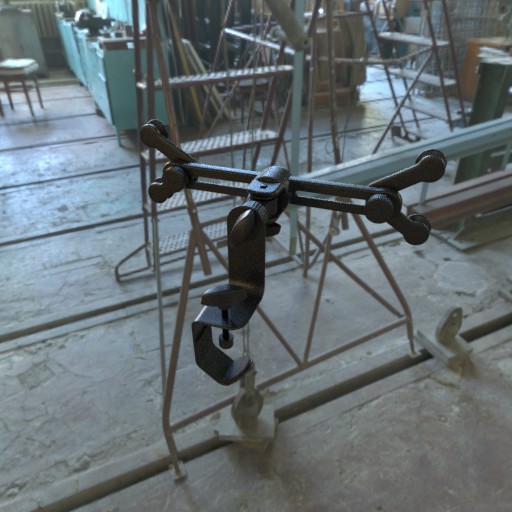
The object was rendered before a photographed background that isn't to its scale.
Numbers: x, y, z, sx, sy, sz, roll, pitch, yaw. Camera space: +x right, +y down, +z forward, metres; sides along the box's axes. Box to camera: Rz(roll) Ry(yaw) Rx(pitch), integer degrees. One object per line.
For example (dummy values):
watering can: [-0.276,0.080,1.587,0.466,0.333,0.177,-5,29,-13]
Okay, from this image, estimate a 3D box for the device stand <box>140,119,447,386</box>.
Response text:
device stand: [0.000,0.000,0.370,0.270,0.166,0.142,11,35,16]
